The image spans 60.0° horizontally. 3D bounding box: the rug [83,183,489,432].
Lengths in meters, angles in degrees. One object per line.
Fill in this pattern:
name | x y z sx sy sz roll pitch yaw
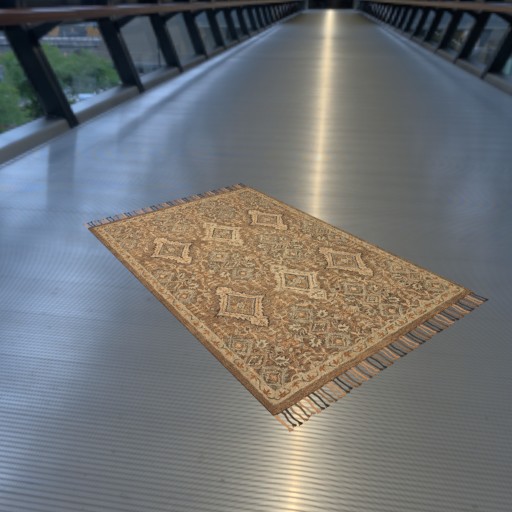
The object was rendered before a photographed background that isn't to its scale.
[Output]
rug | 0.000 0.000 2.988 1.516 0.010 2.434 -20 35 -32
